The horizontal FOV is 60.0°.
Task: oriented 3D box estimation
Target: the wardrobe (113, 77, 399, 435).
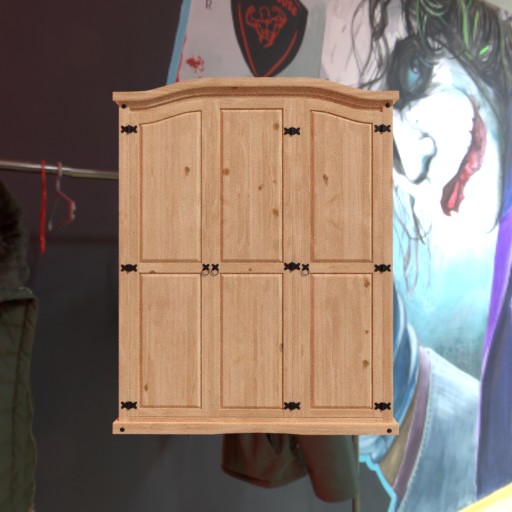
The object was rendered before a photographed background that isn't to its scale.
[{"bbox_3d":[0.000,0.000,2.600,1.500,1.870,0.570,0,0,1],"label":"wardrobe"}]
